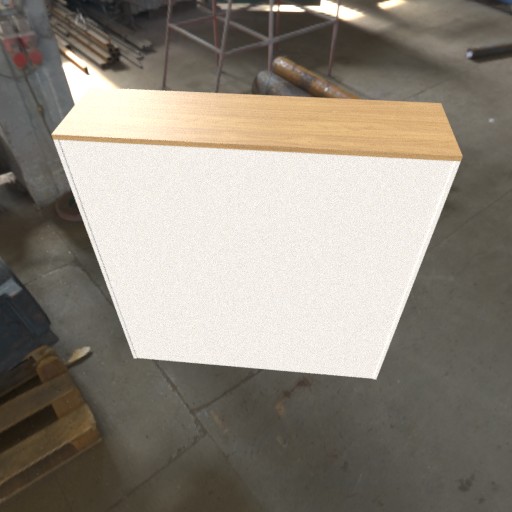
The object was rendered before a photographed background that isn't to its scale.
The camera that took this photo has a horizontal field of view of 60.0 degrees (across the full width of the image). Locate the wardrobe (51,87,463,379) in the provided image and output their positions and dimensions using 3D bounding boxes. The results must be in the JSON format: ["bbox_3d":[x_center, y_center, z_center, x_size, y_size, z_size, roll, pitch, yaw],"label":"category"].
[{"bbox_3d":[0.000,0.000,3.329,2.160,2.260,0.590,4,46,4],"label":"wardrobe"}]
